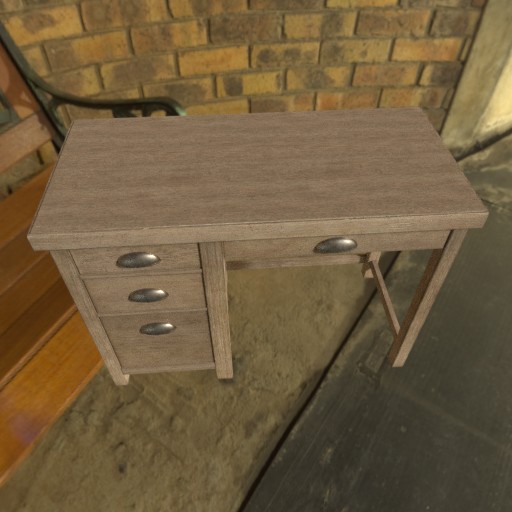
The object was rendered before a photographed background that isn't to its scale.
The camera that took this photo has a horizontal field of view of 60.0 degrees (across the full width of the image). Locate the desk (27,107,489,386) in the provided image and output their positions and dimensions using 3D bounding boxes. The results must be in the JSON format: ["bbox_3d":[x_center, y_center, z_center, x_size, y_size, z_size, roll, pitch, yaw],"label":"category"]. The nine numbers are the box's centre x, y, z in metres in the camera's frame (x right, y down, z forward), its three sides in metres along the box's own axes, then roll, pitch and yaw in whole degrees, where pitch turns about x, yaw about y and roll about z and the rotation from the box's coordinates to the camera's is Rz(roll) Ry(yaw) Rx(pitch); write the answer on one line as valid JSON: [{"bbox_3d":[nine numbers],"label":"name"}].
[{"bbox_3d":[0.000,0.000,1.766,1.289,0.912,0.610,-3,47,-3],"label":"desk"}]
